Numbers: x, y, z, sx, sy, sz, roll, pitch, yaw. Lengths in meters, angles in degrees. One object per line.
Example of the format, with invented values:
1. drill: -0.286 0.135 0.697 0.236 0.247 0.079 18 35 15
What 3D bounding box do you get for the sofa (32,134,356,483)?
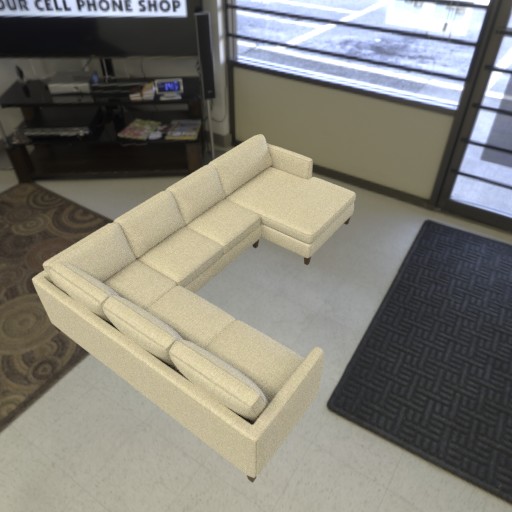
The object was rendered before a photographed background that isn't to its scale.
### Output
1. sofa: 0.000 0.000 4.559 2.551 0.889 3.403 26 47 27
